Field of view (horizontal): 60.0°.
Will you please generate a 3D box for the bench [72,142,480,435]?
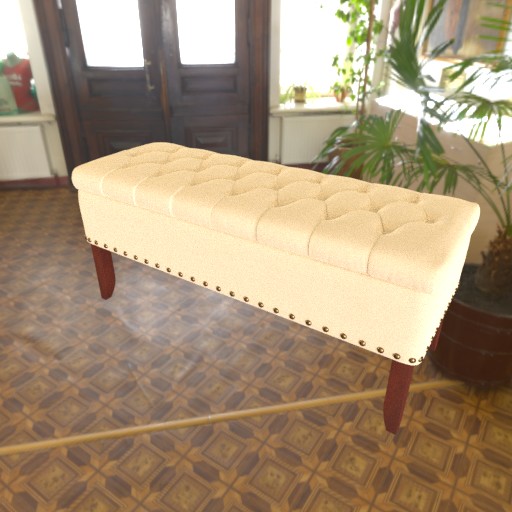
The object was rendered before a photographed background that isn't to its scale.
[{"bbox_3d":[0.000,0.000,1.276,1.054,0.470,0.400,18,33,29],"label":"bench"}]
